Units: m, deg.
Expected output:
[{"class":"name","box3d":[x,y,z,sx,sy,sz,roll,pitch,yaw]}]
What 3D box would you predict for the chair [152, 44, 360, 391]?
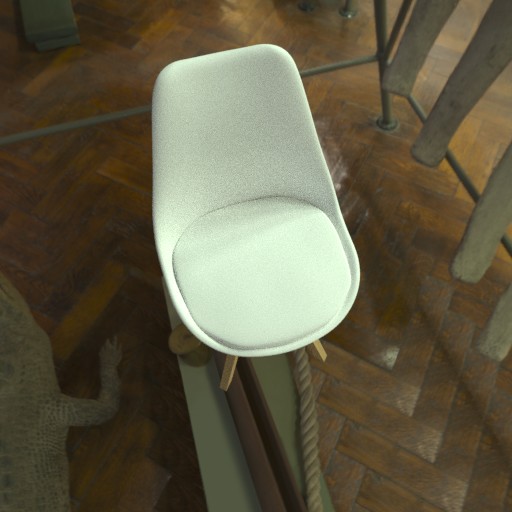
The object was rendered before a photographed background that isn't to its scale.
[{"class":"chair","box3d":[0.000,0.000,1.170,0.485,0.849,0.550,-15,63,-8]}]
